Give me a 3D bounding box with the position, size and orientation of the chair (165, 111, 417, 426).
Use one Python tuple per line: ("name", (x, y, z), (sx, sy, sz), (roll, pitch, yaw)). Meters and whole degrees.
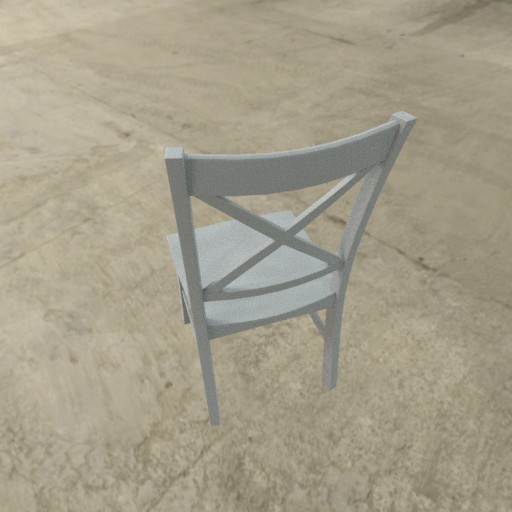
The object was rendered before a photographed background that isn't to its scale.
("chair", (0.000, 0.000, 1.288), (0.485, 0.983, 0.542), (-13, 43, -14))
